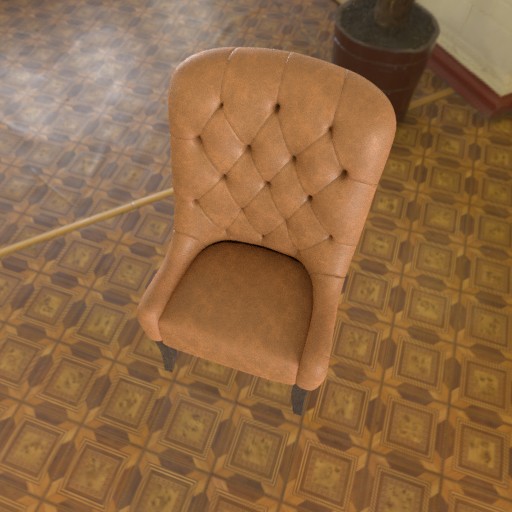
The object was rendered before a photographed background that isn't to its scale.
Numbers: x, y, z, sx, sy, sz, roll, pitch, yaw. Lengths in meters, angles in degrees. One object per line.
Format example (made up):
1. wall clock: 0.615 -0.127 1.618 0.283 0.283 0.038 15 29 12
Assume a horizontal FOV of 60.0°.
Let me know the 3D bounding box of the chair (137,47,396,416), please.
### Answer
1. chair: 0.000 0.000 1.452 0.634 1.091 0.629 16 59 10
